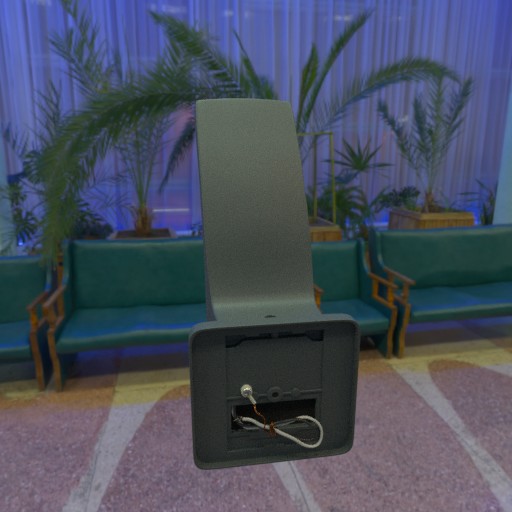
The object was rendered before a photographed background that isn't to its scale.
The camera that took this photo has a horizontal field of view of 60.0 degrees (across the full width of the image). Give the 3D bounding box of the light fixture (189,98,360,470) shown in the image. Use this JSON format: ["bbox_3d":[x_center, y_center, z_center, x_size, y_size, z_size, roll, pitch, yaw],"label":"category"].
[{"bbox_3d":[0.000,0.000,0.344,0.108,0.243,0.174,-2,15,-9],"label":"light fixture"}]
